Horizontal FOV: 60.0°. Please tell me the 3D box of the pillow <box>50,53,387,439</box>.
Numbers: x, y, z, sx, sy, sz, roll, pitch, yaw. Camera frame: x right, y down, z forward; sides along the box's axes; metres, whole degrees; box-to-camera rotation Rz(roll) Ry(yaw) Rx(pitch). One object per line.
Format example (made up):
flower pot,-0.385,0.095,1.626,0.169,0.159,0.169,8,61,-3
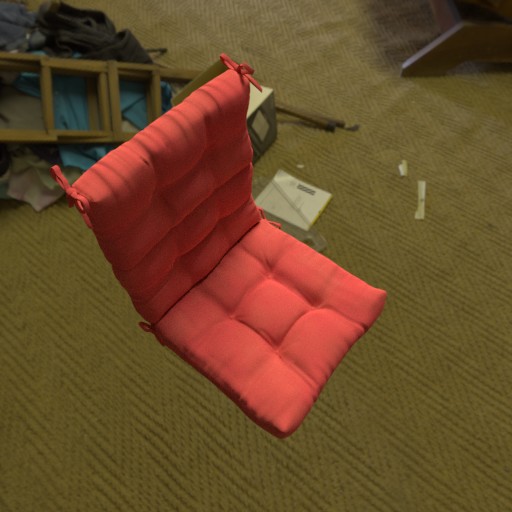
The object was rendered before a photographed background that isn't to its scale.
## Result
pillow,0.000,0.000,1.026,0.571,0.605,0.519,34,63,20
